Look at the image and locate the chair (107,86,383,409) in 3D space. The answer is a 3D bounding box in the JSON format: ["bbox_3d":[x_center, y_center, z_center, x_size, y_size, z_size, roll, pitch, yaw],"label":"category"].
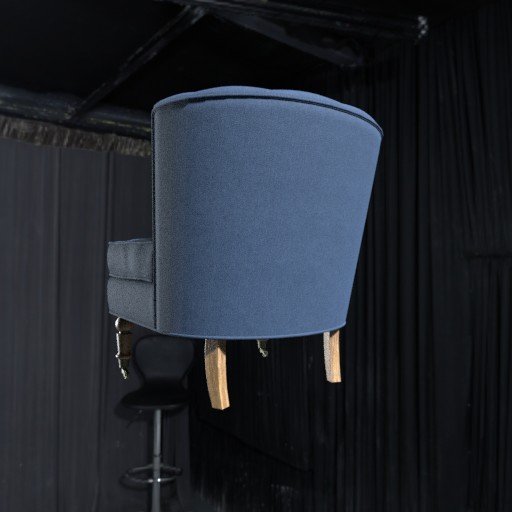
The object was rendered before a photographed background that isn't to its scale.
[{"bbox_3d":[0.000,0.000,1.346,0.740,0.771,0.718,1,-2,-38],"label":"chair"}]
